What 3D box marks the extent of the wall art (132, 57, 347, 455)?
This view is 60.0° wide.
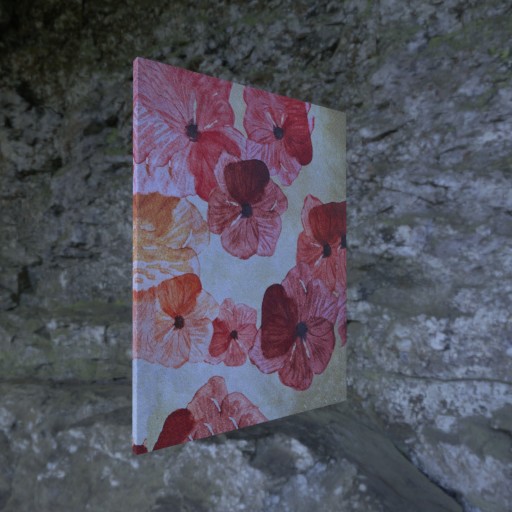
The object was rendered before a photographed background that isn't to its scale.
[{"bbox_3d":[0.000,0.000,1.358,0.762,1.015,0.031,0,-1,-35],"label":"wall art"}]
